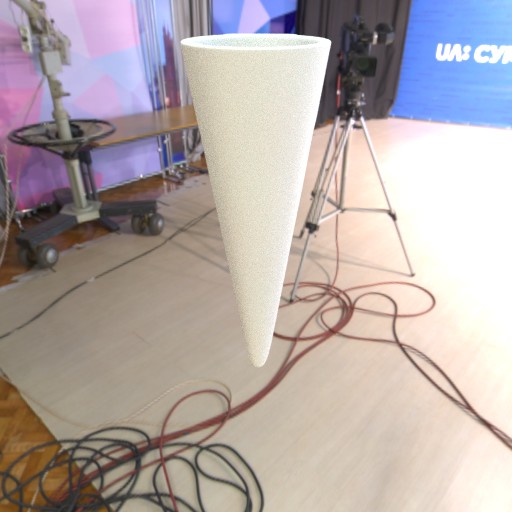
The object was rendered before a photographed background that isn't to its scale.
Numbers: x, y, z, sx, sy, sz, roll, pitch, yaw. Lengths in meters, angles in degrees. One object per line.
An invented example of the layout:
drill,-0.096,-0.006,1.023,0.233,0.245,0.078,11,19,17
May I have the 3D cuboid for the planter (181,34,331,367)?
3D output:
planter,0.000,0.000,0.220,0.057,0.193,0.064,2,30,3
